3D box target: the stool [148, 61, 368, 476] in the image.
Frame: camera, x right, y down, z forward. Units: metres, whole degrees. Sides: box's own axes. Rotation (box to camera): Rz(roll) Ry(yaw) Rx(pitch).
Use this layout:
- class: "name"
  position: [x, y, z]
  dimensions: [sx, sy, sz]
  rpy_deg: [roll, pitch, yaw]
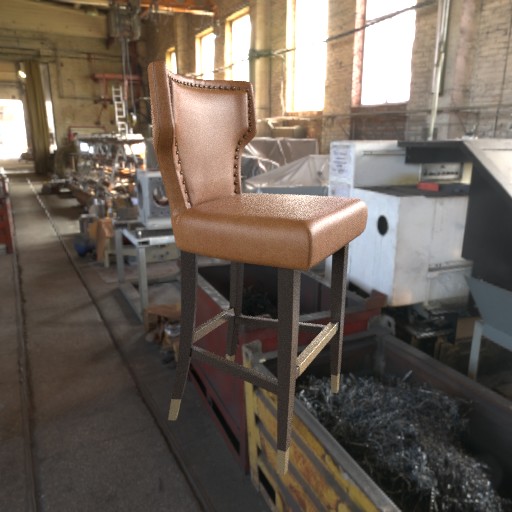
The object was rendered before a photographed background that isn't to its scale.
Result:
- class: "stool"
  position: [0.000, 0.000, 1.388]
  dimensions: [0.563, 1.092, 0.526]
  rpy_deg: [8, 17, 27]
